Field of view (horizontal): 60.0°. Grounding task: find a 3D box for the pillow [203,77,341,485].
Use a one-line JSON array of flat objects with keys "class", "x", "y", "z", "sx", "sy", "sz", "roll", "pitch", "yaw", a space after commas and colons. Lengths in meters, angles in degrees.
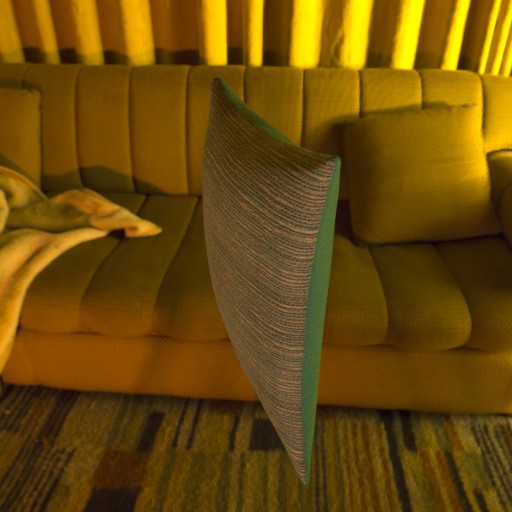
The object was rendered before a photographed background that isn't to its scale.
[{"class": "pillow", "x": 0.000, "y": 0.000, "z": 0.742, "sx": 0.150, "sy": 0.497, "sz": 0.514, "roll": -8, "pitch": 31, "yaw": -15}]
